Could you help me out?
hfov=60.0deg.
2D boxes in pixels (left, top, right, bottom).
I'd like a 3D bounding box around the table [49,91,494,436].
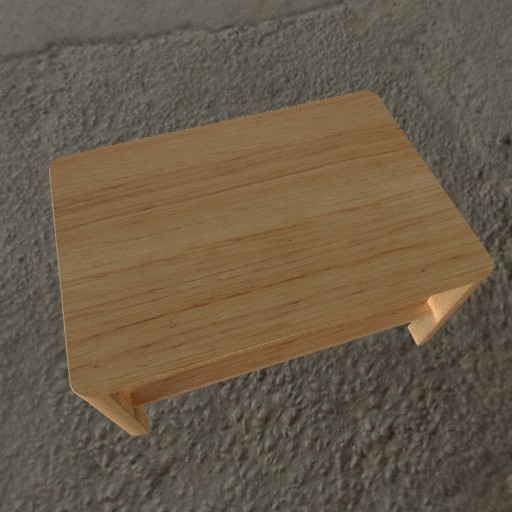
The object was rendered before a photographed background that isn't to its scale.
[{"bbox_3d":[0.000,0.000,1.330,0.997,0.445,0.696,-15,60,-9],"label":"table"}]
